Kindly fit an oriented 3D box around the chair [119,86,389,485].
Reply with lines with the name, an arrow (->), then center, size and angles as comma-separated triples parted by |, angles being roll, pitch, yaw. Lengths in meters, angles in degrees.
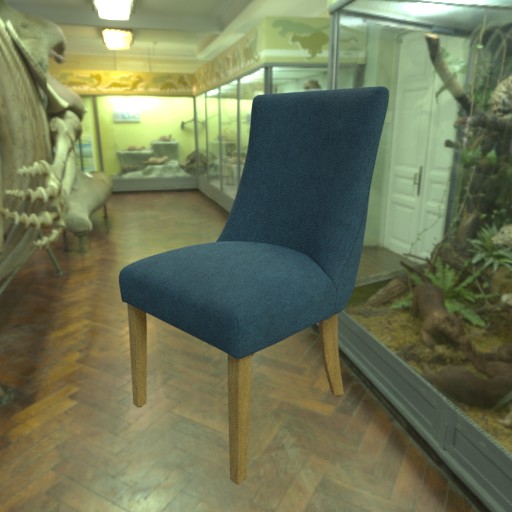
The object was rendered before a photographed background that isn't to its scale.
chair -> 0.000, 0.000, 1.244 | 0.495, 0.902, 0.609 | 15, 22, 42
